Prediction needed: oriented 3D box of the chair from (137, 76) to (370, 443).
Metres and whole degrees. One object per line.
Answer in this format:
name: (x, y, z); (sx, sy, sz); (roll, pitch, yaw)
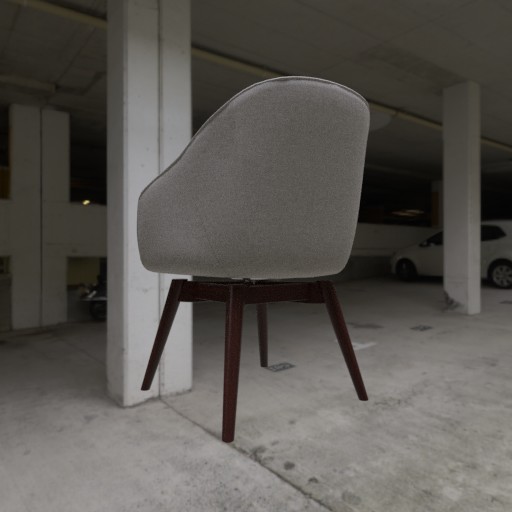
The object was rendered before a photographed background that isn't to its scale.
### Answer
chair: (0.000, 0.000, 1.296); (0.596, 0.823, 0.635); (0, 0, -37)
